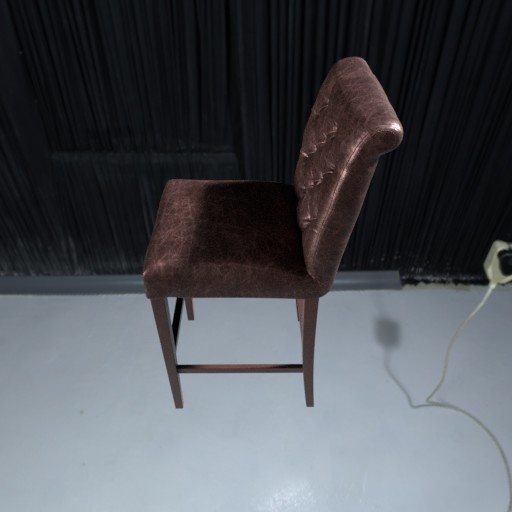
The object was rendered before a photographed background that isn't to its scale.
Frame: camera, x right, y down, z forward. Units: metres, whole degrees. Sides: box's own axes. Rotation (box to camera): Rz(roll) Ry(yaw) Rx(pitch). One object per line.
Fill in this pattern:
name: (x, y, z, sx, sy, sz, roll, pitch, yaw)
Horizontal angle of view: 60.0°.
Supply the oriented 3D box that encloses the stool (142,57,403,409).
stool: (0.000, 0.000, 1.502, 0.659, 1.168, 0.483, 0, 42, 0)
